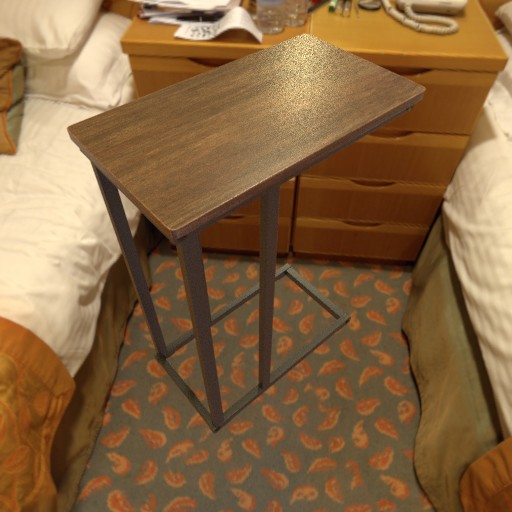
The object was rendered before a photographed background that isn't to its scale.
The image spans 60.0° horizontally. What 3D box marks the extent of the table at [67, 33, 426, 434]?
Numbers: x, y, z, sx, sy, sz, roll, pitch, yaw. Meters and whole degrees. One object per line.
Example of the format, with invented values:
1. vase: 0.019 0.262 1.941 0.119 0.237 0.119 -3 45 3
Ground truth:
1. table: 0.000 0.000 0.860 0.450 0.637 0.254 -33 57 -25
